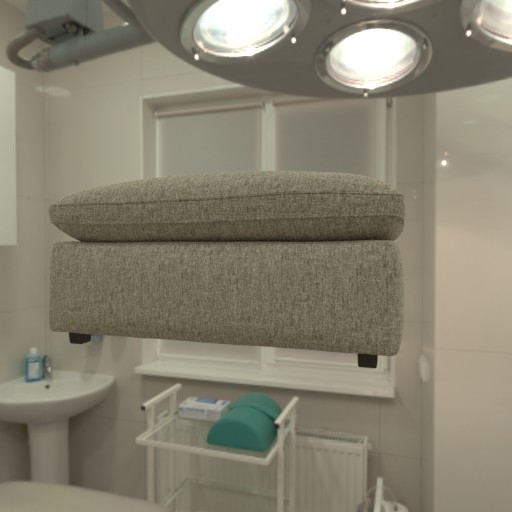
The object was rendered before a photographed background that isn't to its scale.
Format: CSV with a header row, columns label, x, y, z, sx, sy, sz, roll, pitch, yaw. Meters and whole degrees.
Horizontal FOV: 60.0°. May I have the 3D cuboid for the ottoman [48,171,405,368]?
label,x,y,z,sx,sy,sz,roll,pitch,yaw
ottoman,0.000,0.000,1.636,1.039,0.526,1.035,0,1,18
